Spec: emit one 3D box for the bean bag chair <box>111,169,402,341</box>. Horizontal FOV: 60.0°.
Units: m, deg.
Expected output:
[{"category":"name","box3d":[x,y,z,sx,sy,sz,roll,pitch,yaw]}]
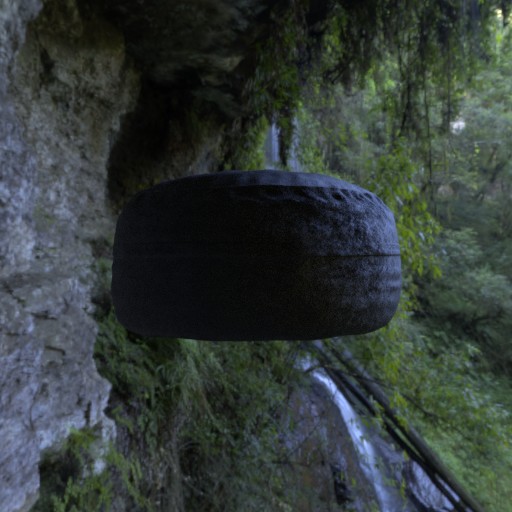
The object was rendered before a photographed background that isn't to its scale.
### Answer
[{"category":"bean bag chair","box3d":[0.000,0.000,2.433,1.525,0.751,1.525,0,-1,0]}]
